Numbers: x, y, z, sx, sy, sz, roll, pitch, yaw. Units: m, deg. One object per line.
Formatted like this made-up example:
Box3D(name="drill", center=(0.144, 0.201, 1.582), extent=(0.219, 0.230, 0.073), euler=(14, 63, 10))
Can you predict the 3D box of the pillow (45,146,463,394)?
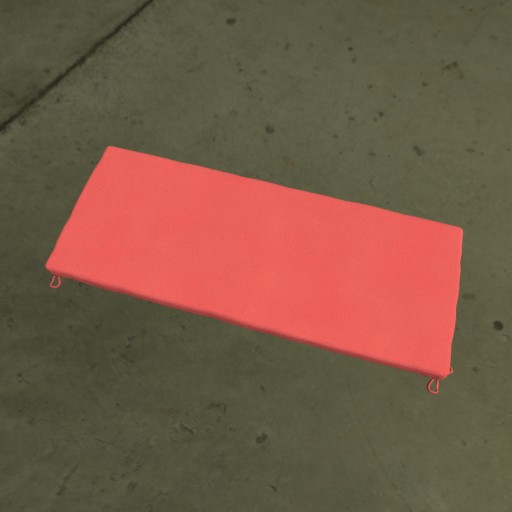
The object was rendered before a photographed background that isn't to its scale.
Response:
Box3D(name="pillow", center=(0.000, 0.000, 1.303), extent=(1.187, 0.081, 0.492), euler=(14, 65, 7))
